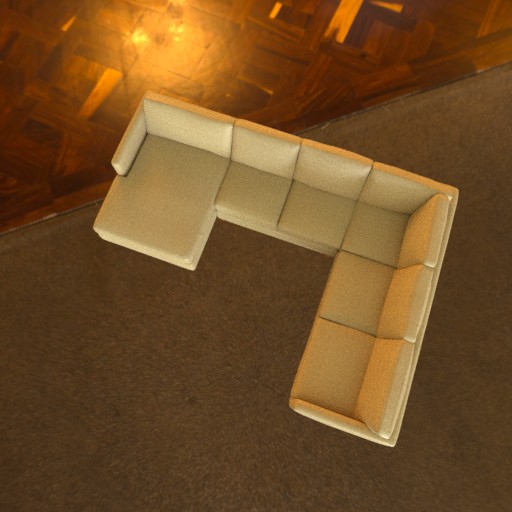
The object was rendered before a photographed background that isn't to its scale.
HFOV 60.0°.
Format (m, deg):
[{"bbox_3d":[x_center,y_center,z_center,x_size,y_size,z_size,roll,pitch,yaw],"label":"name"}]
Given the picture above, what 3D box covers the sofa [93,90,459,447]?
[{"bbox_3d":[0.000,0.000,4.514,3.460,0.961,2.594,19,75,5],"label":"sofa"}]
